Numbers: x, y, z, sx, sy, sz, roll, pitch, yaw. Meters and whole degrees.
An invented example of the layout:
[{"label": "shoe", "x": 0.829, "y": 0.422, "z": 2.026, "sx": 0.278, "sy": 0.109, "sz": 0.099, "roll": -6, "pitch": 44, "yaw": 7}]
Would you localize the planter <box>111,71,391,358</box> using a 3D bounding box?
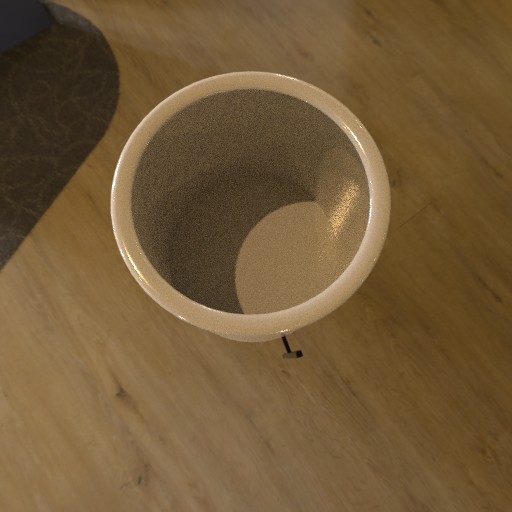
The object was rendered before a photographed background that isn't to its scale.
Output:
[{"label": "planter", "x": 0.000, "y": 0.000, "z": 0.645, "sx": 0.307, "sy": 0.431, "sz": 0.308, "roll": -20, "pitch": 78, "yaw": -5}]
